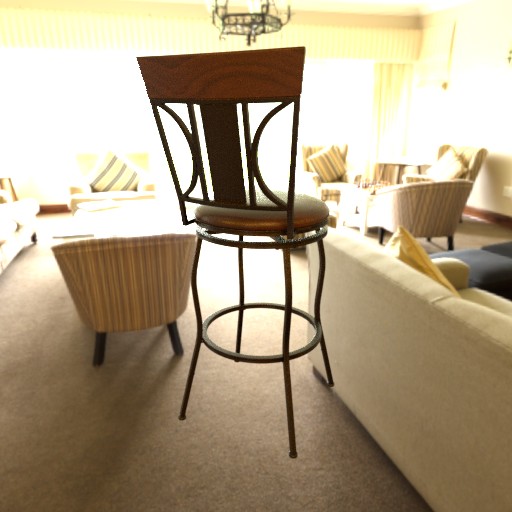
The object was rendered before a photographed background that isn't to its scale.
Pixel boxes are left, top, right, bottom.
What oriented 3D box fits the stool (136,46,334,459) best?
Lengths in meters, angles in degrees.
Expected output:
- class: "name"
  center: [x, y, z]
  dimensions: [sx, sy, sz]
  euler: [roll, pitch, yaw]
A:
- class: "stool"
  center: [0.000, 0.000, 1.399]
  dimensions: [0.448, 1.130, 0.513]
  euler: [8, 20, 24]
